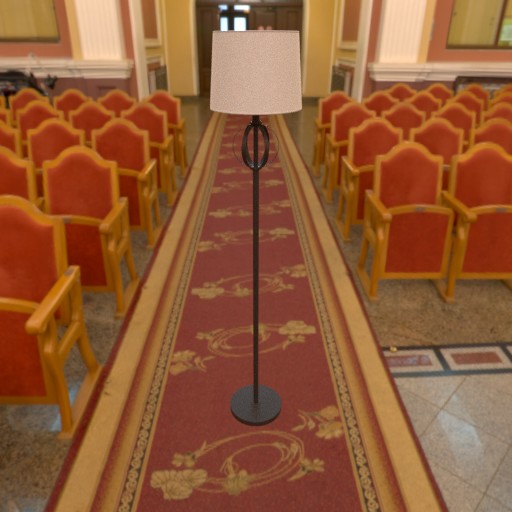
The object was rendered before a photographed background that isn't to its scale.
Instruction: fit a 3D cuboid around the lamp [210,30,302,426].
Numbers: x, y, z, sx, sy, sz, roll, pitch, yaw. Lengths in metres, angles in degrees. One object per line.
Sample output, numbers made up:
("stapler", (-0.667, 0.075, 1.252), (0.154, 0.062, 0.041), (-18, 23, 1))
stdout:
("lamp", (0.000, 0.000, 1.617), (0.286, 1.462, 0.286), (0, 26, 0))
